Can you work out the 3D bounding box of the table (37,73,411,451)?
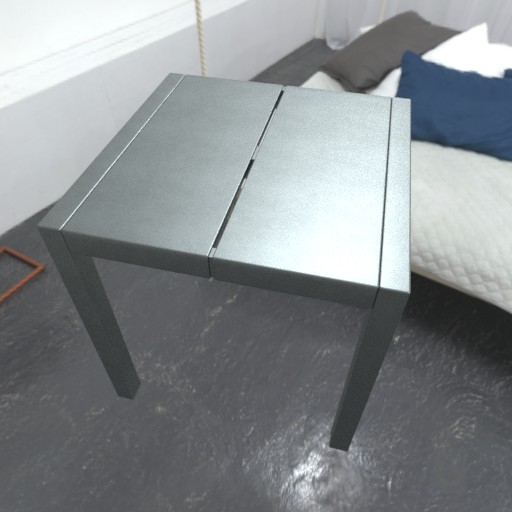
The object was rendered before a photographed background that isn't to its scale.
[{"bbox_3d":[0.000,0.000,0.927,0.508,0.508,0.508,10,47,9],"label":"table"}]
